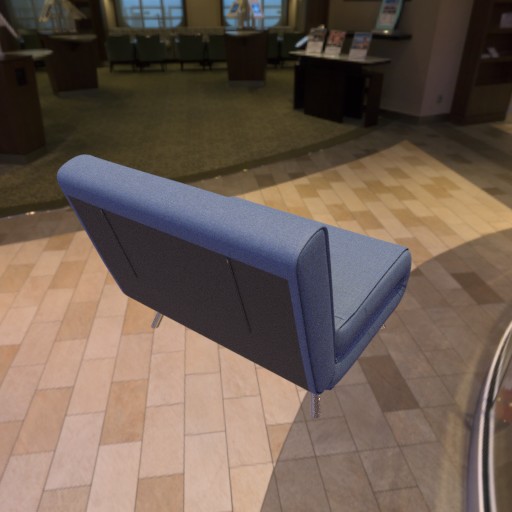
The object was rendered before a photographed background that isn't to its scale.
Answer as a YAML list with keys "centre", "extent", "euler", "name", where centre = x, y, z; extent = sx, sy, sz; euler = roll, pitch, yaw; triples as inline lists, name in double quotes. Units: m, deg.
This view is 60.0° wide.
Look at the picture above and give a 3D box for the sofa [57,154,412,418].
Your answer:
- centre: [0.000, 0.000, 1.797]
  extent: [0.999, 0.860, 0.996]
  euler: [20, 36, 31]
  name: "sofa"
